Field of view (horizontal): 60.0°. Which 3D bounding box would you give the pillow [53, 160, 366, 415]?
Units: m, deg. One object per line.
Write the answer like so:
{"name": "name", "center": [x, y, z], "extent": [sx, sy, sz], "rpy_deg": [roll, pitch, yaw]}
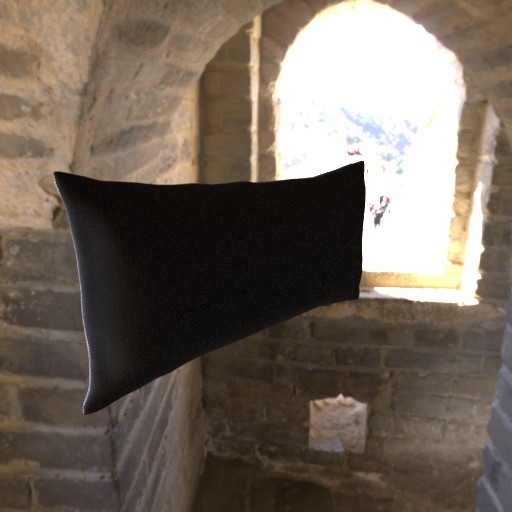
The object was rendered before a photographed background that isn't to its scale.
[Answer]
{"name": "pillow", "center": [0.000, 0.000, 0.721], "extent": [0.609, 0.305, 0.151], "rpy_deg": [-15, 21, -42]}
